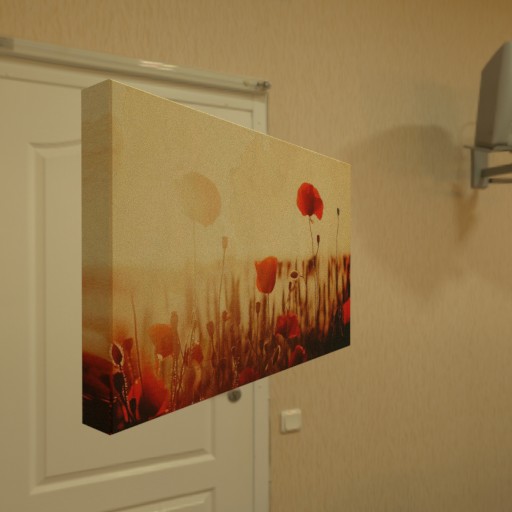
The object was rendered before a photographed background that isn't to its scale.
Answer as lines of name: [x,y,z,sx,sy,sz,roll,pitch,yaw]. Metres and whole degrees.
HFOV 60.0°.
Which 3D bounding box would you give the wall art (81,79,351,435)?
wall art: [0.000,0.000,0.473,0.037,0.251,0.383,0,1,38]
